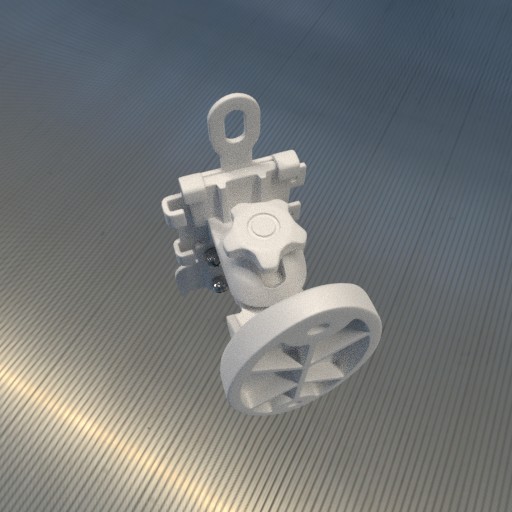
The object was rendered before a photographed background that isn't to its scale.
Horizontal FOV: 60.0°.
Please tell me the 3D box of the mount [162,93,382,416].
[{"bbox_3d":[0.000,0.000,0.173,0.066,0.118,0.100,-16,60,-9],"label":"mount"}]
